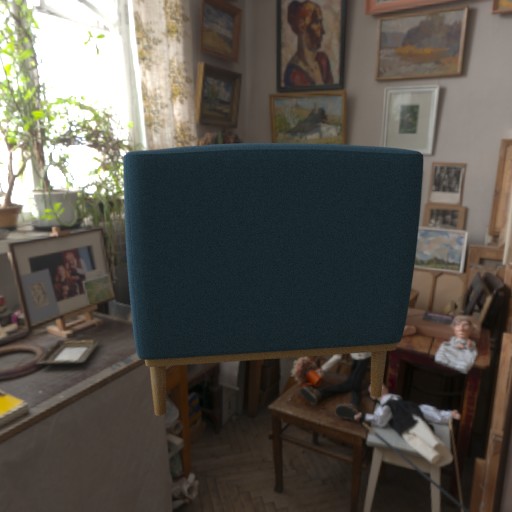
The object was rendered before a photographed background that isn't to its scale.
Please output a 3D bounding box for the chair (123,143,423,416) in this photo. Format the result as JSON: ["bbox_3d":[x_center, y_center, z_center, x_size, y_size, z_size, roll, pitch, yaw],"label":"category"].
[{"bbox_3d":[0.000,0.000,1.683,0.946,0.818,0.951,-2,14,-8],"label":"chair"}]
